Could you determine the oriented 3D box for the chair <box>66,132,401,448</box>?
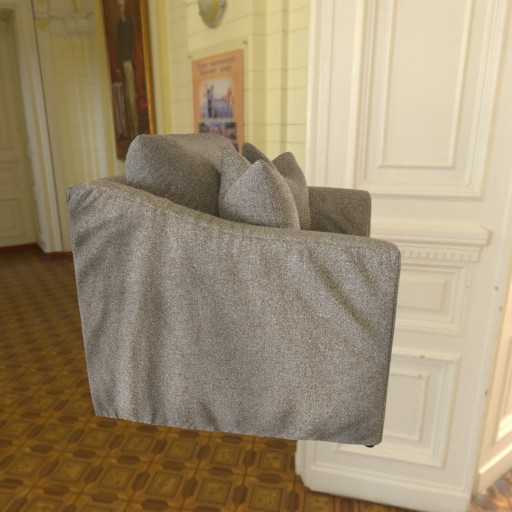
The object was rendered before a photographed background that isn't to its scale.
[{"bbox_3d":[0.000,0.000,1.973,1.071,1.059,1.194,3,17,9],"label":"chair"}]
